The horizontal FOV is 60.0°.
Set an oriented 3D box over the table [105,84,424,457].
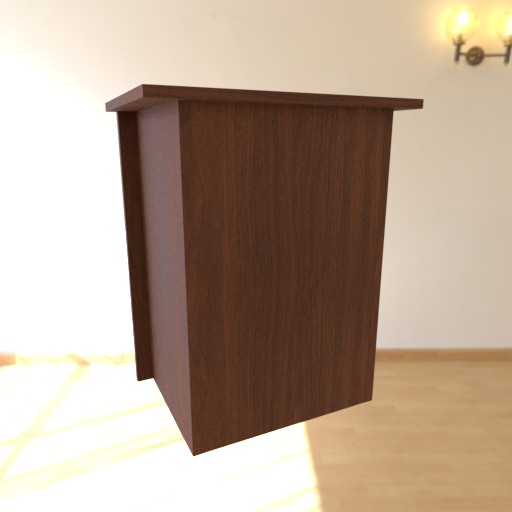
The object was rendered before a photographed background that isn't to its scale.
[{"bbox_3d":[0.000,0.000,1.076,0.589,0.711,0.406,-7,16,-25],"label":"table"}]
